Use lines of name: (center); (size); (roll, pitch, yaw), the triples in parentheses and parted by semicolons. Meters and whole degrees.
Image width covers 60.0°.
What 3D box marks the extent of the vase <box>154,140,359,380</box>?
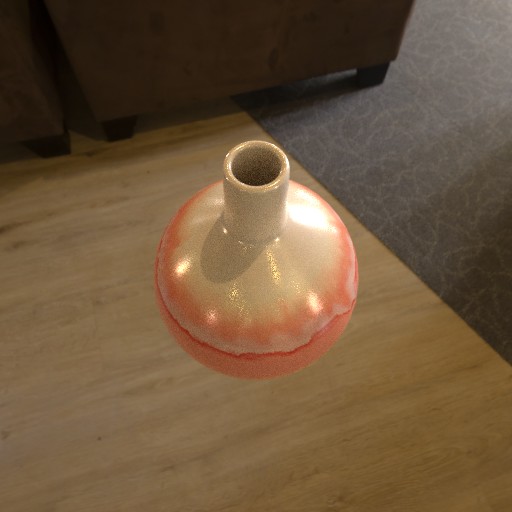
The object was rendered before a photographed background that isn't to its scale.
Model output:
vase: (0.000, 0.000, 0.276); (0.137, 0.176, 0.137); (0, 62, 0)
